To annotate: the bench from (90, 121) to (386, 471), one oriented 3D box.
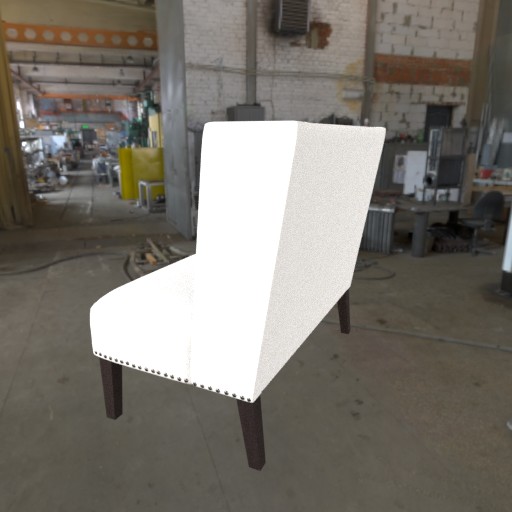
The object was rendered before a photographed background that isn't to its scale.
[{"bbox_3d":[0.000,0.000,1.994,0.847,1.123,1.280,7,17,25],"label":"bench"}]
